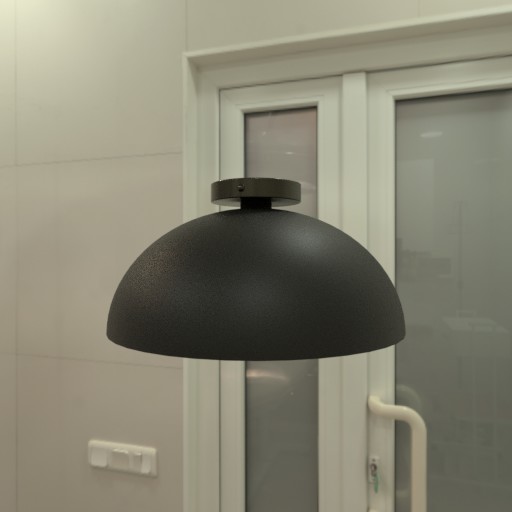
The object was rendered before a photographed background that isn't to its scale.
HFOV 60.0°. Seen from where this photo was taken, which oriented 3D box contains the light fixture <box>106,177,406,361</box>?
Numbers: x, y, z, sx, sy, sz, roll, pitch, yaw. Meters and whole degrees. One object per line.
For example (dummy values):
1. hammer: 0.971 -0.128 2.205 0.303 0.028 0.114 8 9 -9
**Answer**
1. light fixture: 0.000 0.000 0.554 0.355 0.177 0.355 0 0 0
